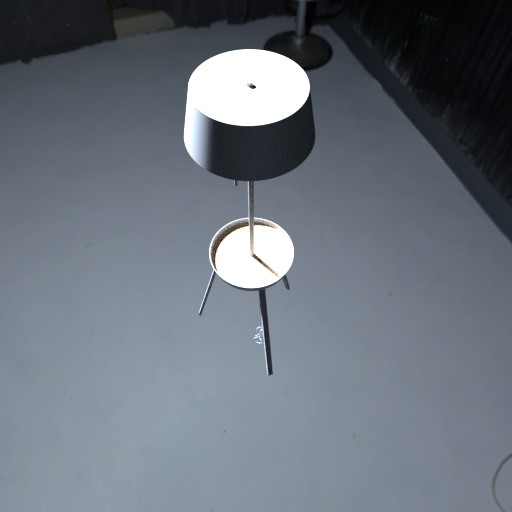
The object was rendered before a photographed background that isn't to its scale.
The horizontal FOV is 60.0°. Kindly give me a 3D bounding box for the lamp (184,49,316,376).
[{"bbox_3d":[0.000,0.000,1.665,0.508,1.429,0.468,-16,58,-10],"label":"lamp"}]
